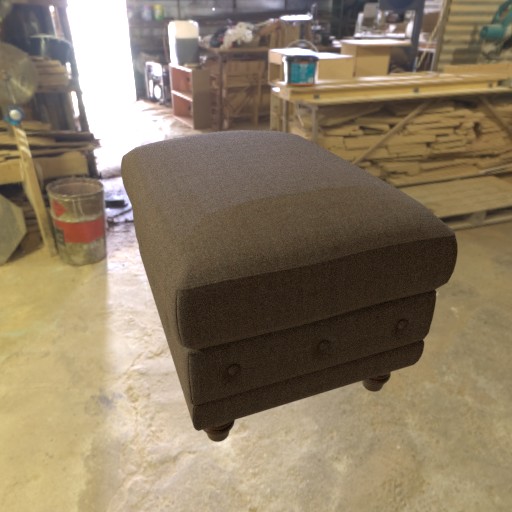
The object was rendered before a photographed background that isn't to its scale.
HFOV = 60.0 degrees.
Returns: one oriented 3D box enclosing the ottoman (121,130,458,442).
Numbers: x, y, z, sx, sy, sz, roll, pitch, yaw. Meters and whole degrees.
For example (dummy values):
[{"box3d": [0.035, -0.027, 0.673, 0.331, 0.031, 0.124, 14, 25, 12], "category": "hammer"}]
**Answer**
[{"box3d": [0.000, 0.000, 1.205, 0.599, 0.555, 0.809, -11, 32, -18], "category": "ottoman"}]
